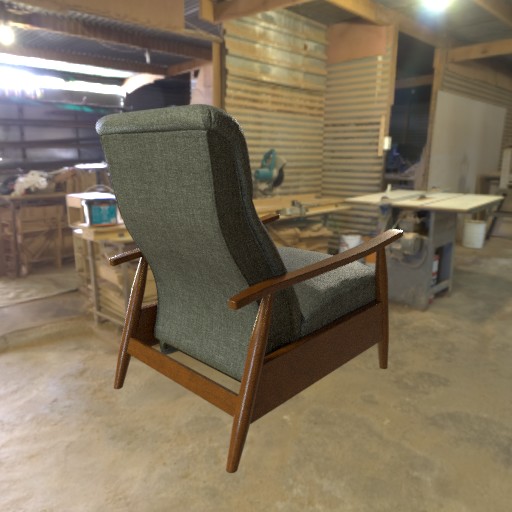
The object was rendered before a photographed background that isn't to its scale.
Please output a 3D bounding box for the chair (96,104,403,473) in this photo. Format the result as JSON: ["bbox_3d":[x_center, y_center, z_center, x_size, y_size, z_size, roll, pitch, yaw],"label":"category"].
[{"bbox_3d":[0.000,0.000,1.806,0.762,1.082,1.030,13,18,43],"label":"chair"}]
